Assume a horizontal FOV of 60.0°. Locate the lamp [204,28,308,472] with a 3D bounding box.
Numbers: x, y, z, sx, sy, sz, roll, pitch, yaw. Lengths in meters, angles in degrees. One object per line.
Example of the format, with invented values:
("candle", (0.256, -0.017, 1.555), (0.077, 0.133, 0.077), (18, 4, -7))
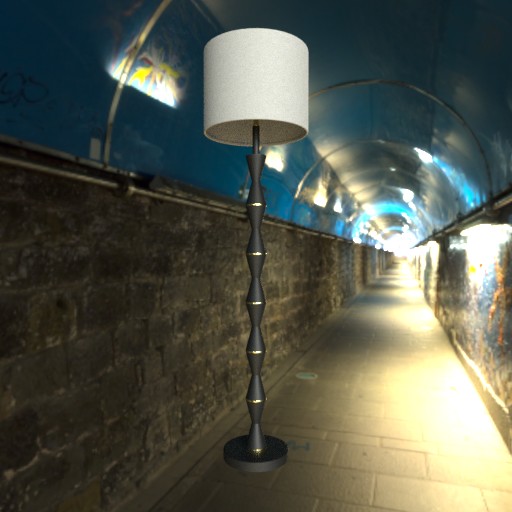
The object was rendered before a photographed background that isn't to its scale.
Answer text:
("lamp", (0.000, 0.000, 1.631), (0.381, 1.480, 0.381), (0, 1, 34))
